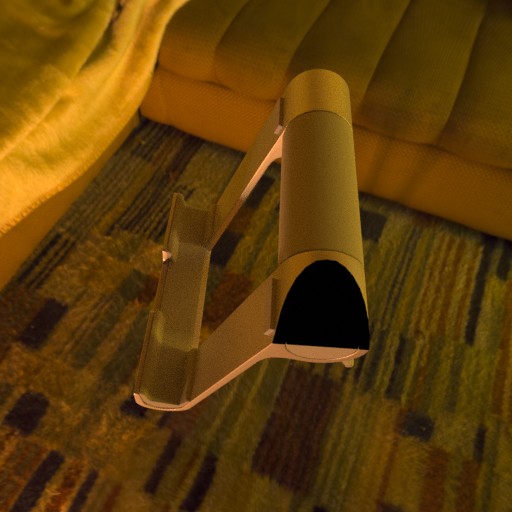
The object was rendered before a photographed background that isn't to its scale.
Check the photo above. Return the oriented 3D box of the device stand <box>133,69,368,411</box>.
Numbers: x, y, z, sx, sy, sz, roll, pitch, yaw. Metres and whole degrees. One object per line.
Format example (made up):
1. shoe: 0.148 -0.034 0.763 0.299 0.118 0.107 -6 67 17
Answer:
1. device stand: 0.000 0.000 0.150 0.079 0.084 0.086 3 58 2
